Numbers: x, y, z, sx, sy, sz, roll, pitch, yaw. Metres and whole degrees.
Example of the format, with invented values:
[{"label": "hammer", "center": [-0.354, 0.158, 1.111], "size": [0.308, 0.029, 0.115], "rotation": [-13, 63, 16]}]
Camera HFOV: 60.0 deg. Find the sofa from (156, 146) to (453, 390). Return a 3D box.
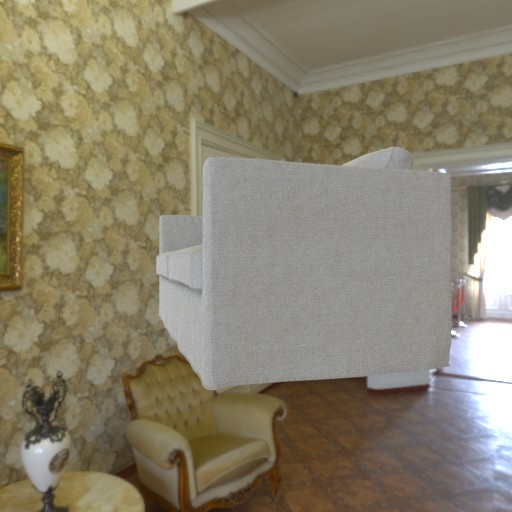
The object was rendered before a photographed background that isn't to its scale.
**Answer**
[{"label": "sofa", "center": [0.000, 0.000, 2.428], "size": [0.956, 0.847, 1.987], "rotation": [0, -1, -17]}]
